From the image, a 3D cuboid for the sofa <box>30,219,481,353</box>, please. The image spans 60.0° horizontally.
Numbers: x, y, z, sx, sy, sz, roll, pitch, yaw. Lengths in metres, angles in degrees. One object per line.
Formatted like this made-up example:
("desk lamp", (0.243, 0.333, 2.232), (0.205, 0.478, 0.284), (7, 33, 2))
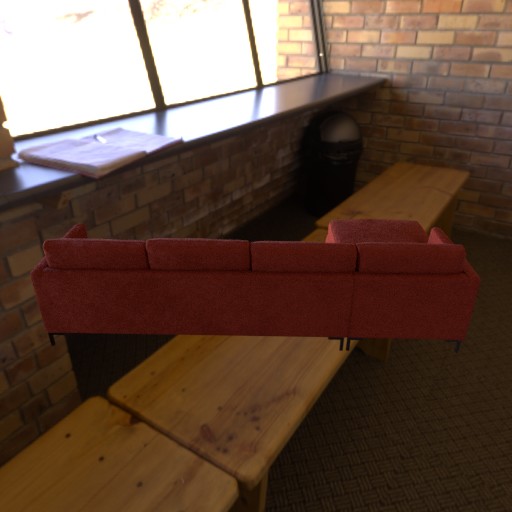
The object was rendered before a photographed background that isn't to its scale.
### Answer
("sofa", (0.000, 0.000, 2.938), (2.467, 0.663, 1.136), (1, 28, 1))
